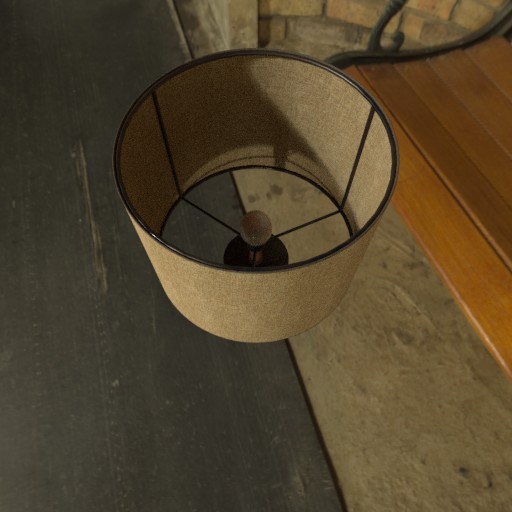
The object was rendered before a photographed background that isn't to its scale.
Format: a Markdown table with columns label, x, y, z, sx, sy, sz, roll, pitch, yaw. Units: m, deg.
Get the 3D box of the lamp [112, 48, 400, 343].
| label | x | y | z | sx | sy | sz | roll | pitch | yaw |
| --- | --- | --- | --- | --- | --- | --- | --- | --- | --- |
| lamp | 0.000 | 0.000 | 0.470 | 0.202 | 0.350 | 0.202 | 0 | 63 | 0 |
